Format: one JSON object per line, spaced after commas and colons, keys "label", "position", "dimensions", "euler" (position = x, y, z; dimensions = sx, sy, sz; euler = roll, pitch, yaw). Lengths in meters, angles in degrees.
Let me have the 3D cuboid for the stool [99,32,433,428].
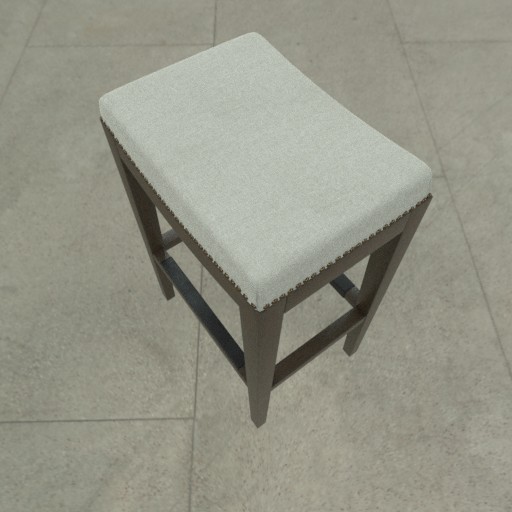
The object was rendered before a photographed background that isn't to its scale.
{"label": "stool", "position": [0.000, 0.000, 1.021], "dimensions": [0.358, 0.759, 0.498], "euler": [-32, 63, -18]}
